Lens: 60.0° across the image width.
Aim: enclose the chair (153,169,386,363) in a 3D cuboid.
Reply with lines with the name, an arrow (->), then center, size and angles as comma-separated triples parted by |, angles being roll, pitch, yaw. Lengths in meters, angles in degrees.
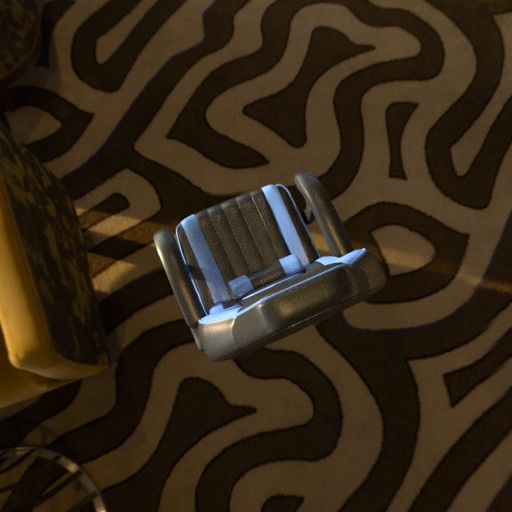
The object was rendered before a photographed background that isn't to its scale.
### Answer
chair -> 0.000, 0.000, 1.711 | 0.700, 1.280, 0.700 | -23, 76, -6
